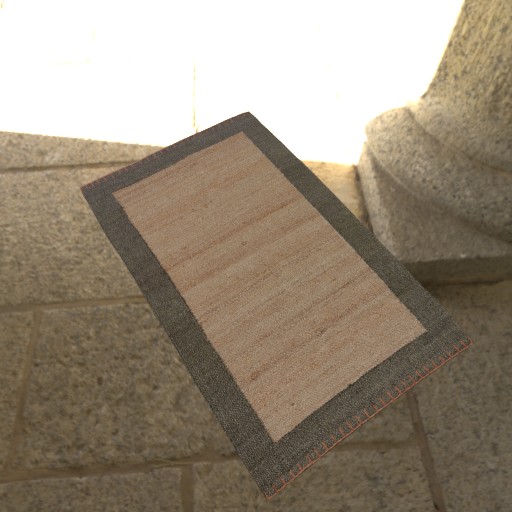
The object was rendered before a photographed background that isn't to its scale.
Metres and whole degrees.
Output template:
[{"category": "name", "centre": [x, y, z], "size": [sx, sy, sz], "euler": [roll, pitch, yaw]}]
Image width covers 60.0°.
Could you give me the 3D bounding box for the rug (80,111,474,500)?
[{"category": "rug", "centre": [0.000, 0.000, 2.937], "size": [1.521, 0.006, 2.435], "euler": [-30, 63, -17]}]
